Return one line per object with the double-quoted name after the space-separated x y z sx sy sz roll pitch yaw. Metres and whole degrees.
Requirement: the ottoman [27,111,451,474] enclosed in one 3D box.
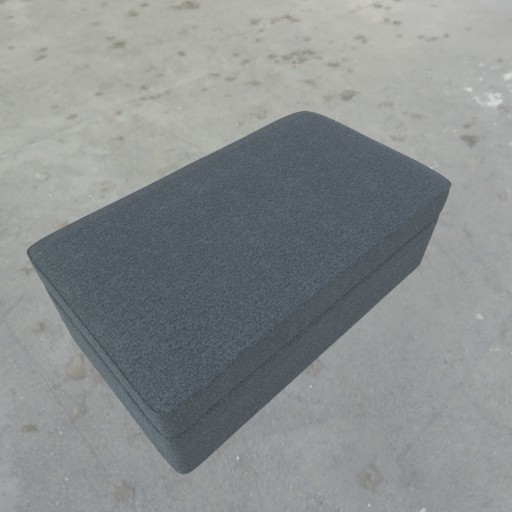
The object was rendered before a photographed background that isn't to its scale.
0.000 0.000 1.484 1.173 0.494 0.681 -34 56 -28 "ottoman"
